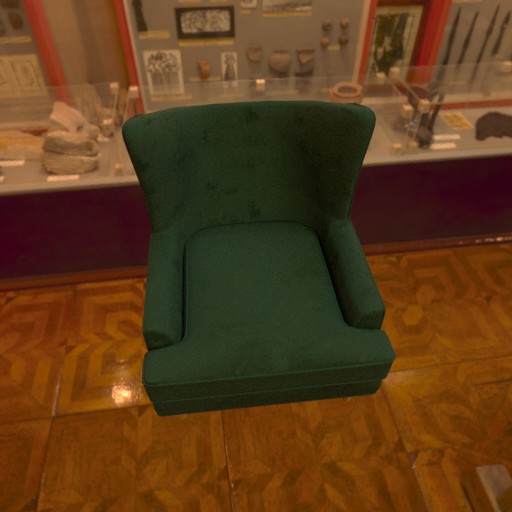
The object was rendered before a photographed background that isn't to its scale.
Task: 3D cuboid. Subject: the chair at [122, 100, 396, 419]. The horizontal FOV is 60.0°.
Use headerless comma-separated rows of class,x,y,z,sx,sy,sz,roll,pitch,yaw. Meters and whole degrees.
chair,0.000,0.000,1.611,0.793,0.952,0.910,-4,45,-4
